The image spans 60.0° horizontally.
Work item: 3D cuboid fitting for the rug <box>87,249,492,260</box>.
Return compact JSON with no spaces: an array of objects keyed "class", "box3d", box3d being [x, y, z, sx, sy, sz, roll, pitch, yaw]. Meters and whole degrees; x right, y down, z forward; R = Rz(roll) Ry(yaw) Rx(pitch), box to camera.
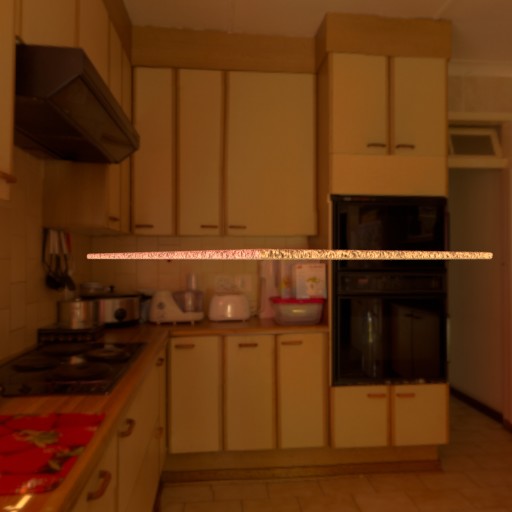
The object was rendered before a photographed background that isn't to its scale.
[{"class":"rug","box3d":[0.000,0.000,2.257,1.219,0.030,1.778,0,0,-35]}]
